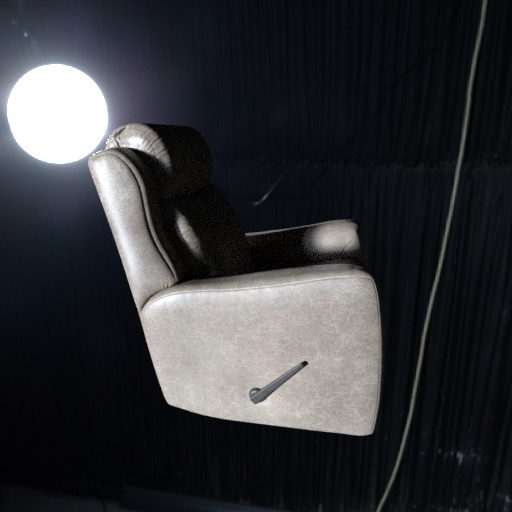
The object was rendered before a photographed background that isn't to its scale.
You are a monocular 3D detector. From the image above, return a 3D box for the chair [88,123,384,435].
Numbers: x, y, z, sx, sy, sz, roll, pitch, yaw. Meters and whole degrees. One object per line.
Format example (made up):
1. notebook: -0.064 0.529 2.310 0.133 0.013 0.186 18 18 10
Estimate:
1. chair: 0.000 0.000 1.952 1.068 1.116 0.967 3 16 10
